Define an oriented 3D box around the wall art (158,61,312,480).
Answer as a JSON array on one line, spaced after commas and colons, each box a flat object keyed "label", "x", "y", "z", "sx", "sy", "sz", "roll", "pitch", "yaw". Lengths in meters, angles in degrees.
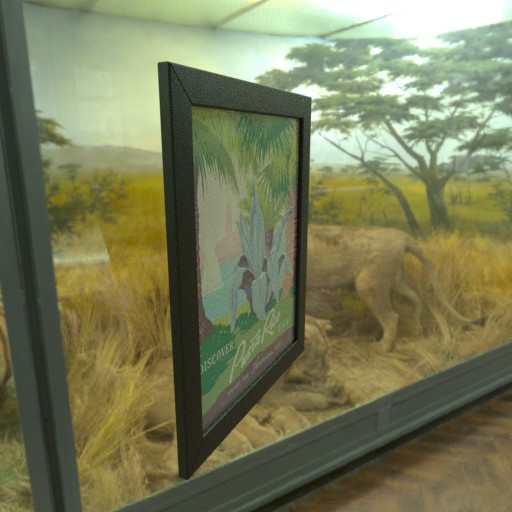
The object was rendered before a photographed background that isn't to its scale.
[{"label": "wall art", "x": 0.000, "y": 0.000, "z": 0.800, "sx": 0.018, "sy": 0.582, "sz": 0.481, "roll": 7, "pitch": 16, "yaw": 26}]
